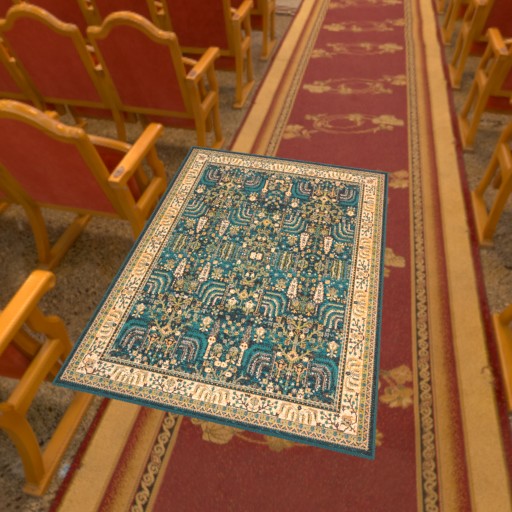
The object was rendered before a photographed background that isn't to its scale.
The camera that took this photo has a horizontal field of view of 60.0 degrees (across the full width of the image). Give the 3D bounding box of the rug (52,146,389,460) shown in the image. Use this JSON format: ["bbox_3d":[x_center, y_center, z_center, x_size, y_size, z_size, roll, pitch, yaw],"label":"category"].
[{"bbox_3d":[0.000,0.000,3.938,2.226,0.015,3.044,10,48,9],"label":"rug"}]
